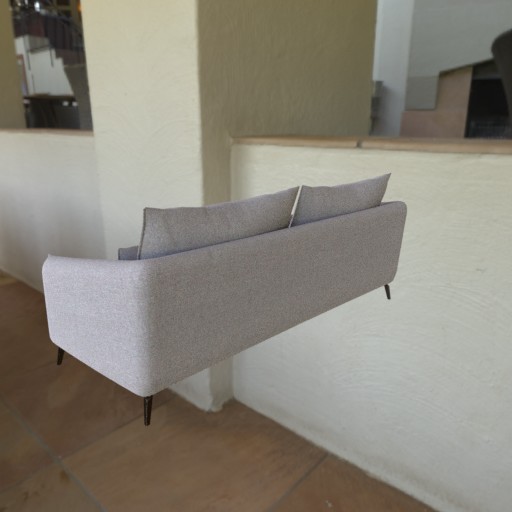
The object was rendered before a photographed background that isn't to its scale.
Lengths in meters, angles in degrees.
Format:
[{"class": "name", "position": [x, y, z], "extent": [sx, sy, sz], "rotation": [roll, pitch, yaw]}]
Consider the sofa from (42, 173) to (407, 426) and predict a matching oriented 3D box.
[{"class": "sofa", "position": [0.000, 0.000, 2.444], "extent": [2.022, 0.833, 0.809], "rotation": [-16, 23, -42]}]
